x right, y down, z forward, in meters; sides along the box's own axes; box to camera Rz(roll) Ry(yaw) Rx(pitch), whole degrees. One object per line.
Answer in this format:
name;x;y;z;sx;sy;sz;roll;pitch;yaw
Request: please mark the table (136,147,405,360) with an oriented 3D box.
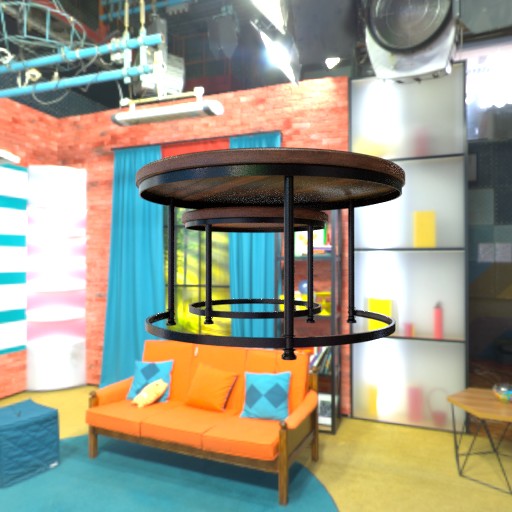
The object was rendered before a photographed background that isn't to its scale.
table;0.000;0.000;1.628;0.870;0.516;1.152;0;0;-19
